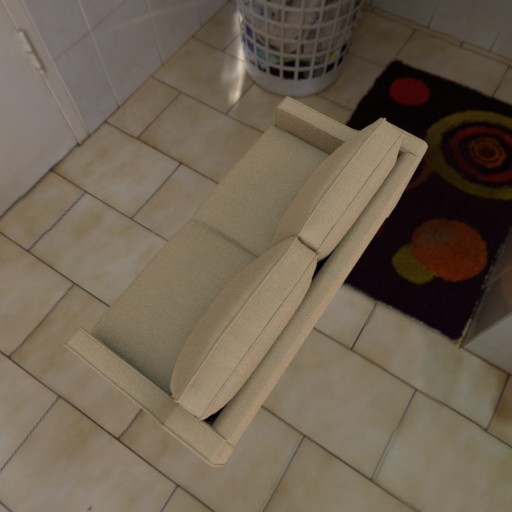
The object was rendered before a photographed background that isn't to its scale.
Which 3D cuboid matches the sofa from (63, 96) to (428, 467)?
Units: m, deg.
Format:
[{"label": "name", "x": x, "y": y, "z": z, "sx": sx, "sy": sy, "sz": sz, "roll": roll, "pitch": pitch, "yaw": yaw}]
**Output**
[{"label": "sofa", "x": 0.000, "y": 0.000, "z": 2.773, "sx": 1.066, "sy": 1.071, "sz": 2.178, "roll": 32, "pitch": 69, "yaw": 14}]
